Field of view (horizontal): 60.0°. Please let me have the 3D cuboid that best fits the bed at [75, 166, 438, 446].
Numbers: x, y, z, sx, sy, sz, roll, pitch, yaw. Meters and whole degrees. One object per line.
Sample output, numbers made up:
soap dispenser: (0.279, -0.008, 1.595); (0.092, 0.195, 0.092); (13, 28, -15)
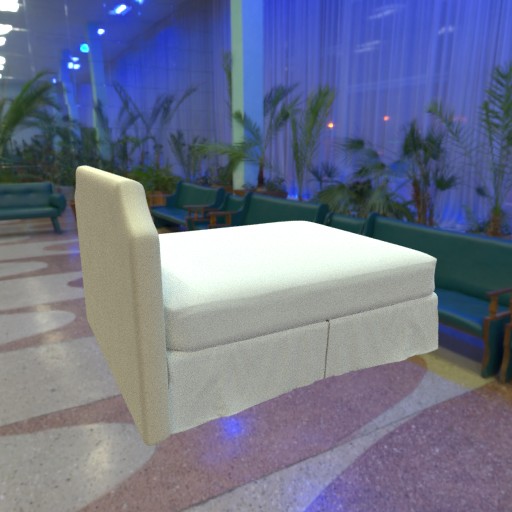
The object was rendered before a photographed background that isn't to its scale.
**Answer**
bed: (0.000, 0.000, 3.260); (2.209, 1.296, 1.827); (-8, 17, -28)
